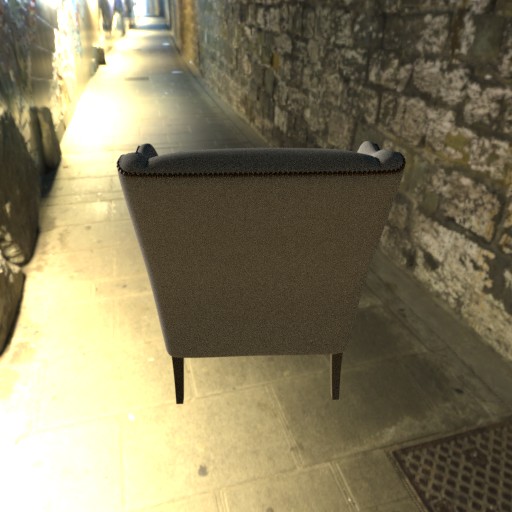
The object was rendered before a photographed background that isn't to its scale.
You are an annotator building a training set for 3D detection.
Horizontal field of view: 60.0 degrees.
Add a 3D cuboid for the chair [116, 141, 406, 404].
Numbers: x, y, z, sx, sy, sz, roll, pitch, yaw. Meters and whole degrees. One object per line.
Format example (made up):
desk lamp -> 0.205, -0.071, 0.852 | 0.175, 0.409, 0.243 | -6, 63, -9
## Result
chair -> 0.000, 0.000, 1.643 | 0.737, 1.029, 0.940 | -1, 30, -2
